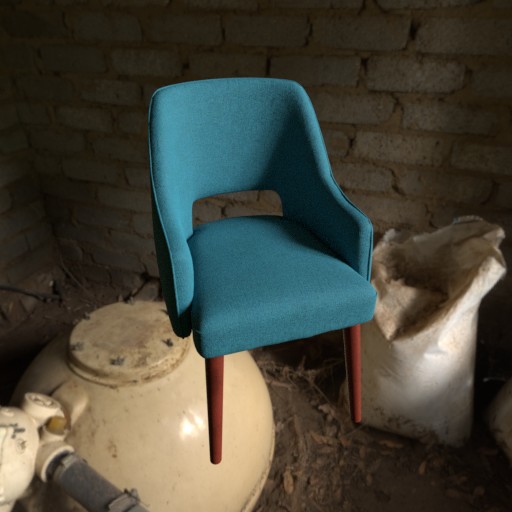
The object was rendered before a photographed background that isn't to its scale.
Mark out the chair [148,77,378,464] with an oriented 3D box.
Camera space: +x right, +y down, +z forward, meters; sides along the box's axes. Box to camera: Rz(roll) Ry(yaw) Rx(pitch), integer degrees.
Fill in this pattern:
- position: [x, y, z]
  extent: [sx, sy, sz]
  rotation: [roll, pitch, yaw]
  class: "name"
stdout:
- position: [0.000, 0.000, 1.243]
  extent: [0.548, 0.849, 0.605]
  rotation: [-10, 32, -16]
  class: "chair"
